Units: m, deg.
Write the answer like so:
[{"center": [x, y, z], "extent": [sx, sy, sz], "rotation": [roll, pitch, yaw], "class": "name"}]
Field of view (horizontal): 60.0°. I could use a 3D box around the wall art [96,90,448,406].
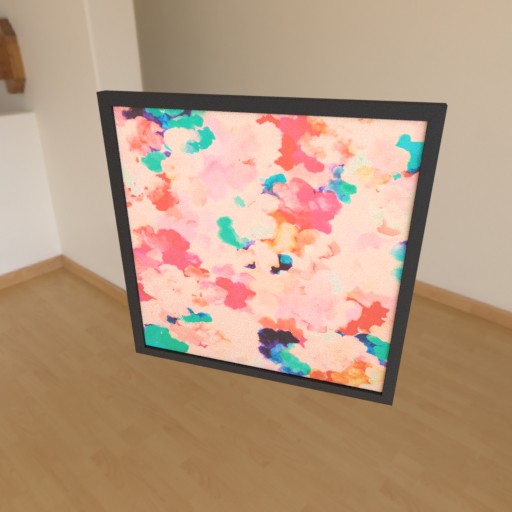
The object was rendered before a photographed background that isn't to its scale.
[{"center": [0.000, 0.000, 0.447], "extent": [0.306, 0.304, 0.015], "rotation": [8, 28, 15], "class": "wall art"}]
